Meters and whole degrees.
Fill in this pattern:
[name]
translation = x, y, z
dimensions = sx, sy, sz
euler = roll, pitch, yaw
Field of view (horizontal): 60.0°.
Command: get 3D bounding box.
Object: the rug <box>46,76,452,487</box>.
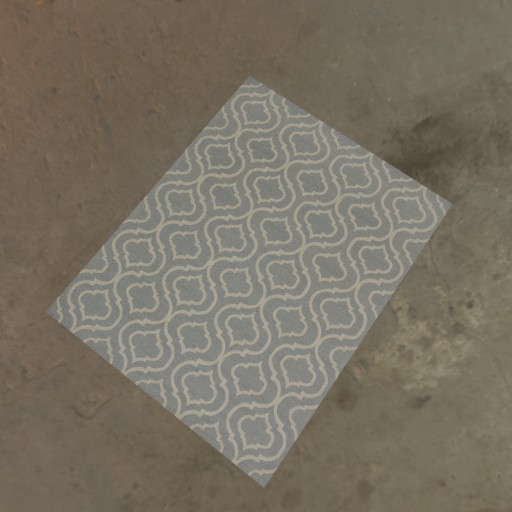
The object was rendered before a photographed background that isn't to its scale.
[rug]
translation = 0.000, 0.000, 3.883
dimensions = 2.283, 0.006, 2.892
euler = 35, 78, 9
